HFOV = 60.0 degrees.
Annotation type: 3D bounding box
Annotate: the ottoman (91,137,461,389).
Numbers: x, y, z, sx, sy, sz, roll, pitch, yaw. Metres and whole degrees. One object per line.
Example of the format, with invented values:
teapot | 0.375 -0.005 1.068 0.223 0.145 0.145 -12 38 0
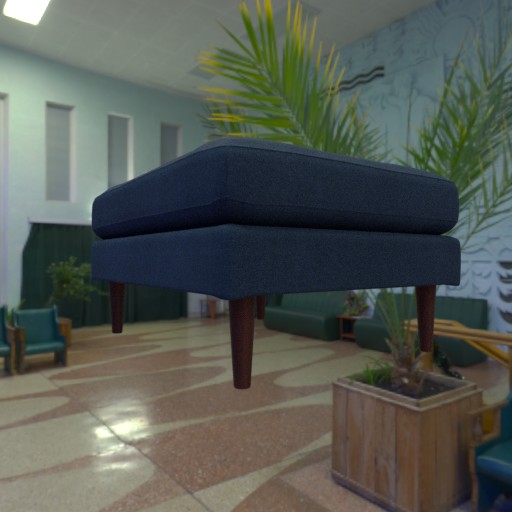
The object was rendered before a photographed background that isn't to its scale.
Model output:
ottoman | 0.000 0.000 1.235 0.693 0.474 0.821 0 0 -35
